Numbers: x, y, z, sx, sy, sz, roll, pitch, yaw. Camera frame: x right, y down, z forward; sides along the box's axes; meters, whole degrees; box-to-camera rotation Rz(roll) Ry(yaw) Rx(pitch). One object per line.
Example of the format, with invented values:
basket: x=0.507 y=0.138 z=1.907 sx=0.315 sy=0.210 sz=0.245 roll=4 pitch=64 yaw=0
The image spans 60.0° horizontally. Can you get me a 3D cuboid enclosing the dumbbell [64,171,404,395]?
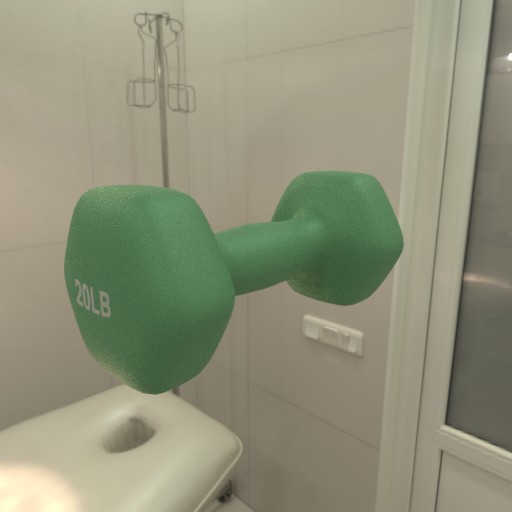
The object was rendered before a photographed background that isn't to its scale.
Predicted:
dumbbell: x=0.000 y=0.000 z=0.333 sx=0.129 sy=0.117 sz=0.260 roll=14 pitch=20 yaw=43
